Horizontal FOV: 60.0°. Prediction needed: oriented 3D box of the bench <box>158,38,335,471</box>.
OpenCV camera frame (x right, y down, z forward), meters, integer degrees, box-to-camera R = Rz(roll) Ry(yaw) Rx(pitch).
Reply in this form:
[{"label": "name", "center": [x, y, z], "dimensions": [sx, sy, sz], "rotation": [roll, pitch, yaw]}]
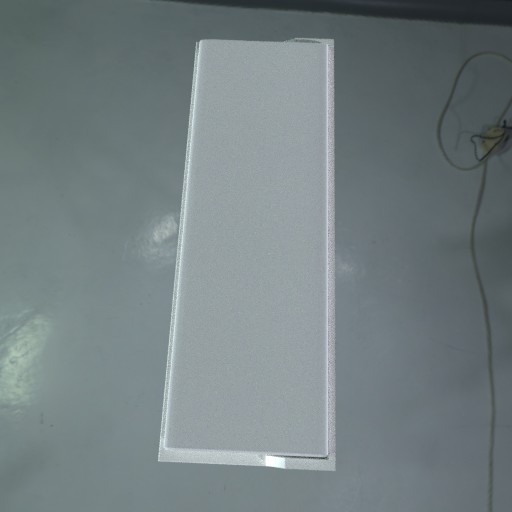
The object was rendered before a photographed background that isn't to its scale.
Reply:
[{"label": "bench", "center": [0.000, 0.000, 1.240], "dimensions": [0.346, 0.589, 0.987], "rotation": [2, 75, 1]}]
